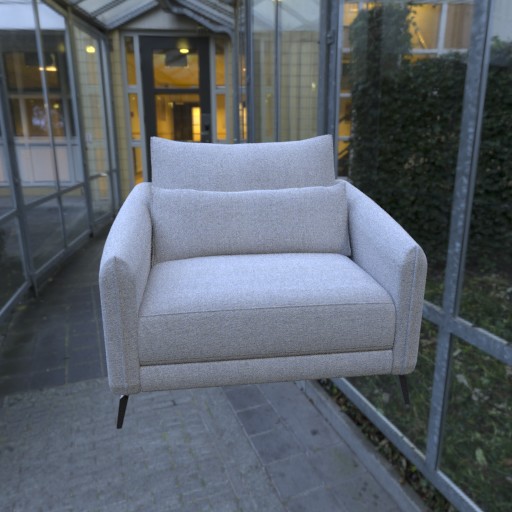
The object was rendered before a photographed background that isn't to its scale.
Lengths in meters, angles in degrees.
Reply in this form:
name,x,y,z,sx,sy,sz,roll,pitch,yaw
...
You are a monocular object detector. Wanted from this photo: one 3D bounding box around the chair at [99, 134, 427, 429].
name,x,y,z,sx,sy,sz,roll,pitch,yaw
chair,0.000,0.000,1.631,1.029,0.856,0.801,-2,16,-7
